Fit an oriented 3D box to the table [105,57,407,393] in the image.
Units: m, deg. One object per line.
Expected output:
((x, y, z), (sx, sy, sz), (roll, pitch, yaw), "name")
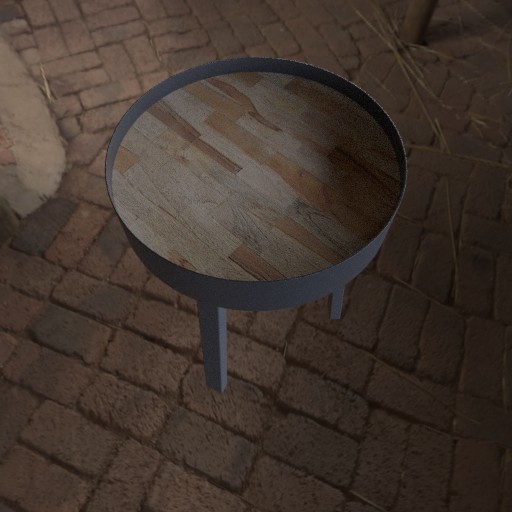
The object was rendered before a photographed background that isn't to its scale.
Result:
((0.000, 0.000, 0.844), (0.406, 0.559, 0.406), (0, 59, 0), "table")
